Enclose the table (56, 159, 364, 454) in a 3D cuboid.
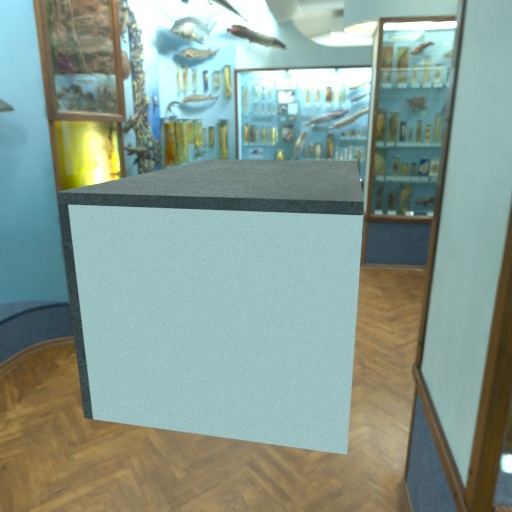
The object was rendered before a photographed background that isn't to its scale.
[{"bbox_3d":[0.000,0.000,0.929,0.400,0.350,0.700,3,16,11],"label":"table"}]
